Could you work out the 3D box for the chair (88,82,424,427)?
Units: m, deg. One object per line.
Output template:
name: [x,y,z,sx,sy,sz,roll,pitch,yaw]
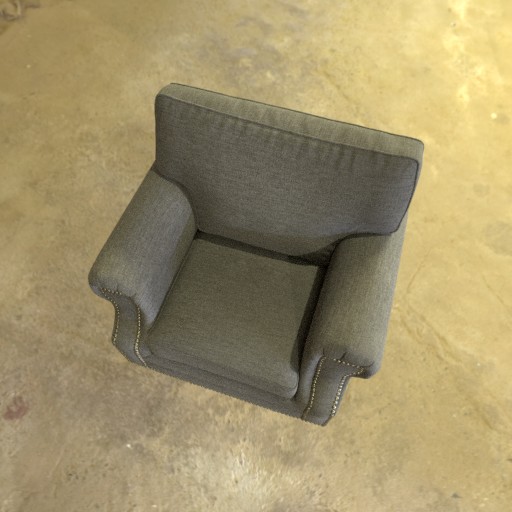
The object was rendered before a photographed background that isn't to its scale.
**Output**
chair: [0.000,0.000,1.795,1.092,0.961,0.965,16,60,9]
